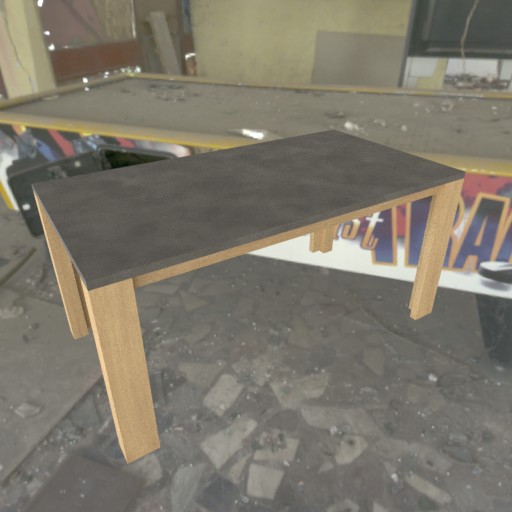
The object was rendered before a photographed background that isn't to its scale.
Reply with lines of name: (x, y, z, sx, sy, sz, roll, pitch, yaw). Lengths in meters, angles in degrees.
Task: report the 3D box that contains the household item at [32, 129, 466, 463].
household item: (0.000, 0.000, 2.033, 1.600, 0.755, 0.850, -18, 34, -28)
